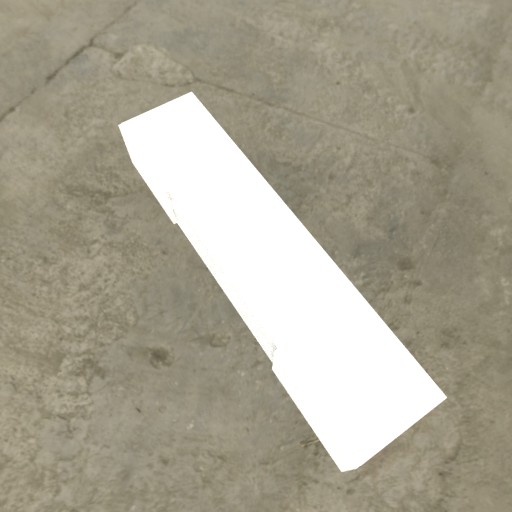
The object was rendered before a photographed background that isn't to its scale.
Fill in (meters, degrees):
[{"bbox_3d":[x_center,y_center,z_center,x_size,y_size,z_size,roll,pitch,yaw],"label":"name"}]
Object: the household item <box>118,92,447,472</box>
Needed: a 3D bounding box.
[{"bbox_3d":[0.000,0.000,2.032,0.420,0.310,1.850,-30,66,-15],"label":"household item"}]
